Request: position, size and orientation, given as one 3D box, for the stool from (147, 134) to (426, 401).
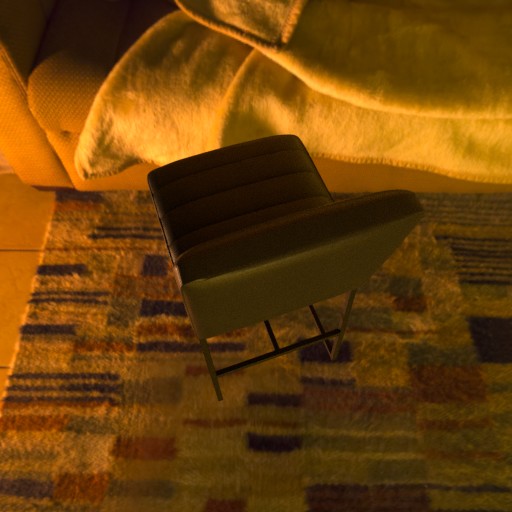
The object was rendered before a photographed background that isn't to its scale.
[{"bbox_3d":[0.000,0.000,1.248,0.457,0.938,0.552,-17,61,-10],"label":"stool"}]
